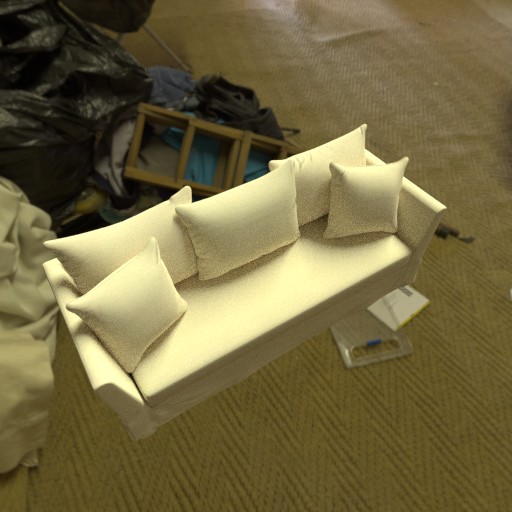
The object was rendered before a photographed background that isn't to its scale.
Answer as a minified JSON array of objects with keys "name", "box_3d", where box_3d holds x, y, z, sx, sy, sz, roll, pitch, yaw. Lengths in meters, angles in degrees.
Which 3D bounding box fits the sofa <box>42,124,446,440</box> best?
[{"name":"sofa","box_3d":[0.000,0.000,3.027,2.484,1.042,1.030,-25,52,-21]}]
